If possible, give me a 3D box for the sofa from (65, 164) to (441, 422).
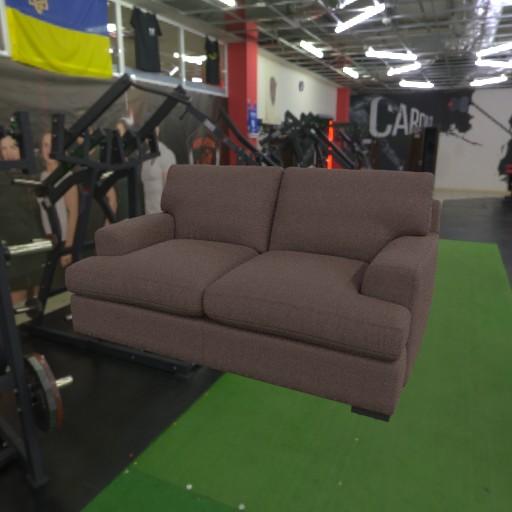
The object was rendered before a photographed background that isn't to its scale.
[{"bbox_3d":[0.000,0.000,2.505,1.869,0.950,1.140,7,17,26],"label":"sofa"}]
